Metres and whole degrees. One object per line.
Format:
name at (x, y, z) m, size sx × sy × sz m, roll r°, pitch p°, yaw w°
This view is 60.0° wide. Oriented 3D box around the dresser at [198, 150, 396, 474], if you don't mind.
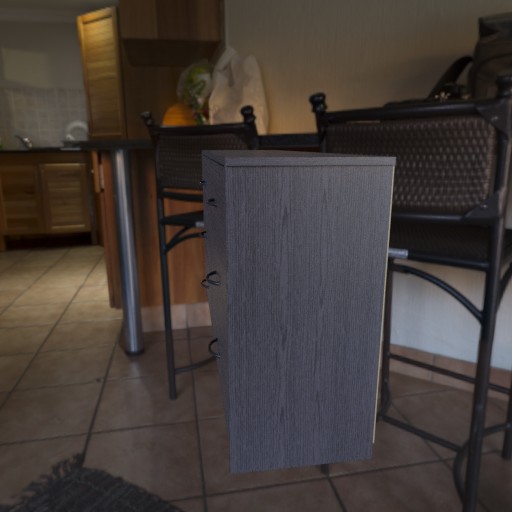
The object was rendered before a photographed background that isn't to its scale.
dresser at (0.000, 0.000, 1.656) m, size 0.401 × 0.755 × 1.360 m, roll -2°, pitch 14°, yaw -8°
